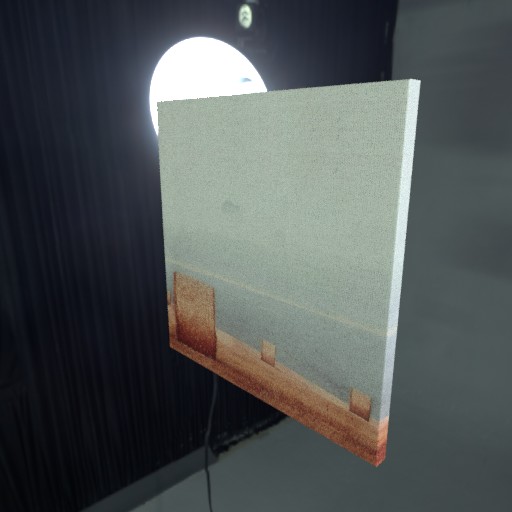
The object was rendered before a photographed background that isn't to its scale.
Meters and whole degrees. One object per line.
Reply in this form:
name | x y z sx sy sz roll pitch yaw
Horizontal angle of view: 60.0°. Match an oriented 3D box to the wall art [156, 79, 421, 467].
wall art | 0.000 0.000 1.100 0.042 0.760 0.760 -15 22 -43
